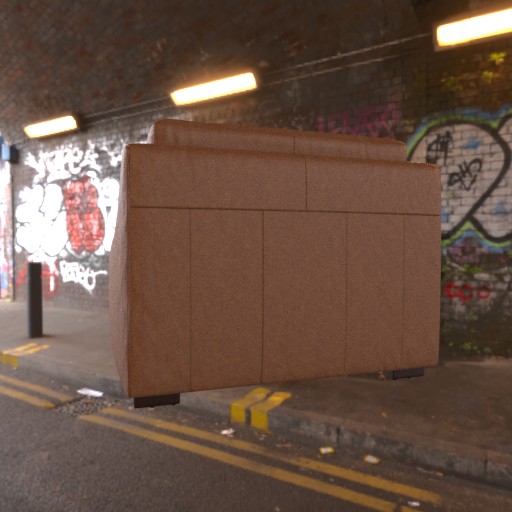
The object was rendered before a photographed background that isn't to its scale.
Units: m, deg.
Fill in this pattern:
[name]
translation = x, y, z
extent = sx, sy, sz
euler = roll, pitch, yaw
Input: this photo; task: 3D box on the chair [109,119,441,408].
[chair]
translation = 0.000, 0.000, 2.019
extent = 1.276, 0.978, 1.050
euler = 0, 2, -19
